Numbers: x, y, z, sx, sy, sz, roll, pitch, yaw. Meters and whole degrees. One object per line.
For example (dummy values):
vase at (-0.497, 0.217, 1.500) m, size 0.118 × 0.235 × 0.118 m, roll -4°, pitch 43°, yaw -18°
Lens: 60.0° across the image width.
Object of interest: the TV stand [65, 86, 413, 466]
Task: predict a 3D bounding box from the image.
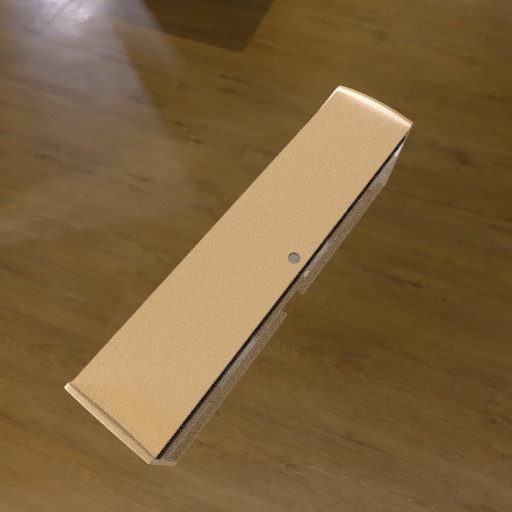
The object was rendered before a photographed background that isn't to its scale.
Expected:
TV stand at (0.000, 0.000, 1.659) m, size 0.397 × 0.424 × 1.473 m, roll 34°, pitch 69°, yaw 15°
